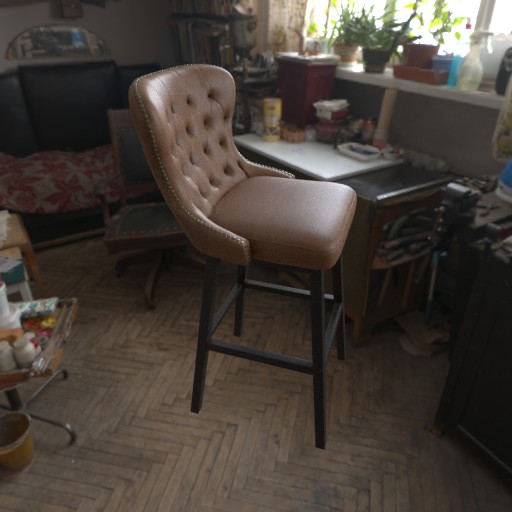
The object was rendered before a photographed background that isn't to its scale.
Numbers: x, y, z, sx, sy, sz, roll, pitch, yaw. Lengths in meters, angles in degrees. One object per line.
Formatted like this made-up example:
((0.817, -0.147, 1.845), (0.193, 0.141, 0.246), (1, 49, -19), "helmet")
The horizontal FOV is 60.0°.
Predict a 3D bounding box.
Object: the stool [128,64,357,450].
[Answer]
((0.000, 0.000, 1.380), (0.601, 1.050, 0.528), (10, 32, 16), "stool")
